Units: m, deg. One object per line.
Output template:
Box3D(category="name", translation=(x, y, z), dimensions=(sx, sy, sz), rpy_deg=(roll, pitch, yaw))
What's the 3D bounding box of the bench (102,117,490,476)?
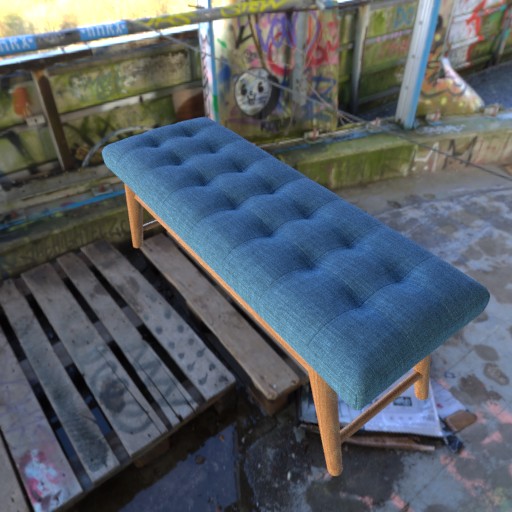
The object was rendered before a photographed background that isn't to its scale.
Box3D(category="bench", translation=(0.000, 0.000, 1.284), dimensions=(0.406, 0.432, 1.118), rpy_deg=(-26, 47, -27))
